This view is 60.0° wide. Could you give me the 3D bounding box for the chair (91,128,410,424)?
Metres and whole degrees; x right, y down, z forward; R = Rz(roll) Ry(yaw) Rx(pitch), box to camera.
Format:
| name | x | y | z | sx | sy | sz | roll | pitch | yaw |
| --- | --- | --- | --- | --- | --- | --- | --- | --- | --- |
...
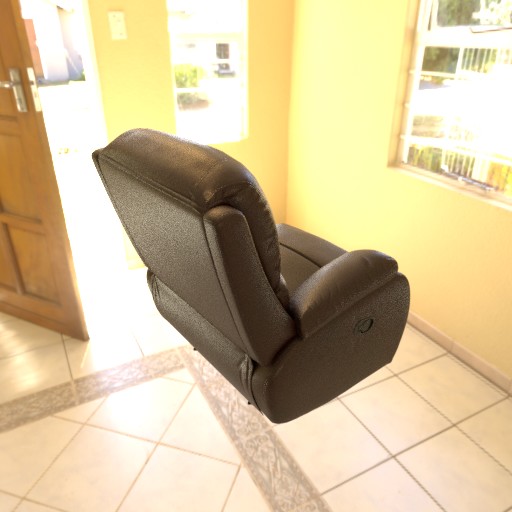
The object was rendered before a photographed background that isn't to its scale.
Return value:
| name | x | y | z | sx | sy | sz | roll | pitch | yaw |
| --- | --- | --- | --- | --- | --- | --- | --- | --- | --- |
| chair | 0.000 | 0.000 | 1.760 | 0.899 | 1.011 | 0.930 | -19 | 33 | -33 |
